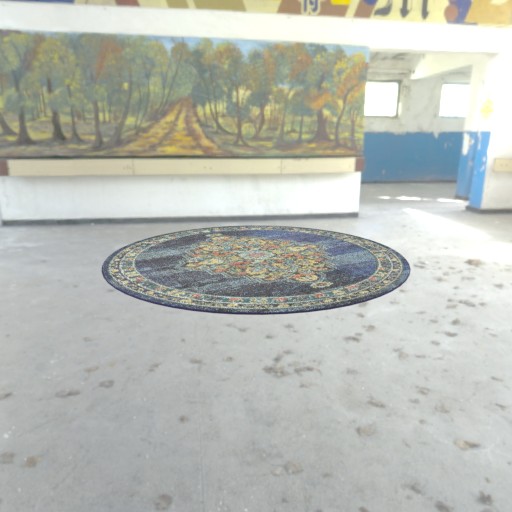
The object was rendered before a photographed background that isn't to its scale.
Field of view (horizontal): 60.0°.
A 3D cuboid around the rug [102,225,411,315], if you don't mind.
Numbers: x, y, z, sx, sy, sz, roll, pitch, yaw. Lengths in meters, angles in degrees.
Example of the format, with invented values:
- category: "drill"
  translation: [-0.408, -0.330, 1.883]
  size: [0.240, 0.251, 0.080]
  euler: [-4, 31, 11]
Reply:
- category: "rug"
  translation: [0.000, 0.000, 3.609]
  size: [2.386, 0.014, 2.386]
  euler: [0, 16, 0]
